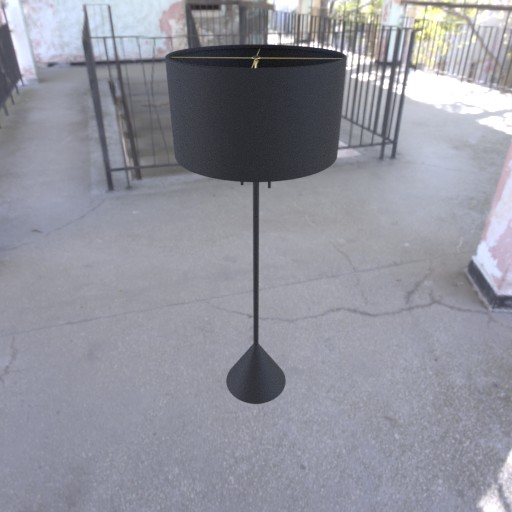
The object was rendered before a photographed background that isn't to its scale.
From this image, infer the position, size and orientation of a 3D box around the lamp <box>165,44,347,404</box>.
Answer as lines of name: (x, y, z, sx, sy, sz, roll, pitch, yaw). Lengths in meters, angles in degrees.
lamp: (0.000, 0.000, 1.828, 0.580, 1.526, 0.580, 2, 31, 3)
